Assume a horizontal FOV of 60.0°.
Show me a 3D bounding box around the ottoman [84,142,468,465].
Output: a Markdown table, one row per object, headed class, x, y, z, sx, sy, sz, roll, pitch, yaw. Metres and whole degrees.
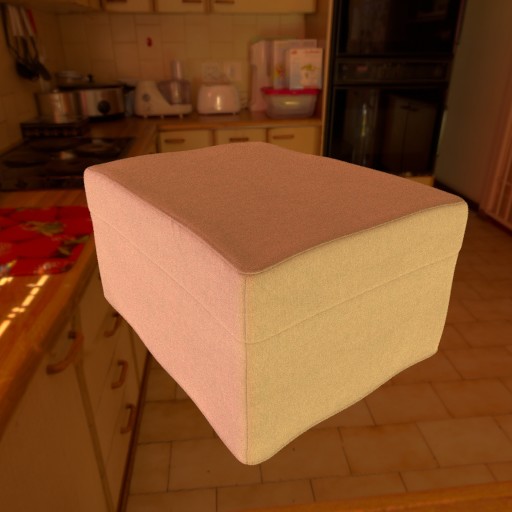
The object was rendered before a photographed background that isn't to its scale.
| class | x | y | z | sx | sy | sz | roll | pitch | yaw |
| --- | --- | --- | --- | --- | --- | --- | --- | --- | --- |
| ottoman | 0.000 | 0.000 | 1.233 | 0.648 | 0.461 | 0.833 | -18 | 31 | -32 |
